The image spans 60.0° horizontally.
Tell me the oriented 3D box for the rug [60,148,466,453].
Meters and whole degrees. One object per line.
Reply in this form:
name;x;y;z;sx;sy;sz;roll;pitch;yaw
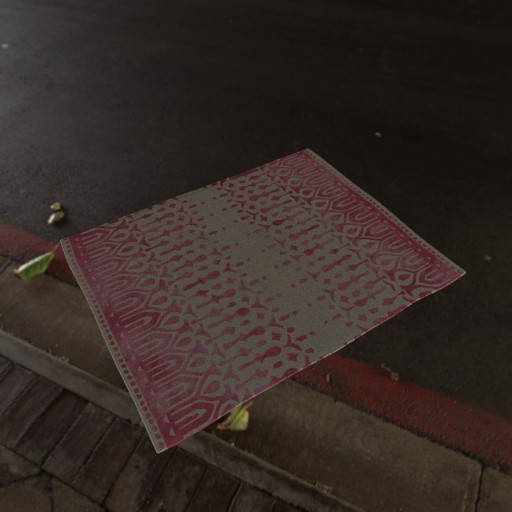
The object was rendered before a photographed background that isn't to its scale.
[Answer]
rug;0.000;0.000;4.231;3.095;0.016;2.441;-24;51;-21
